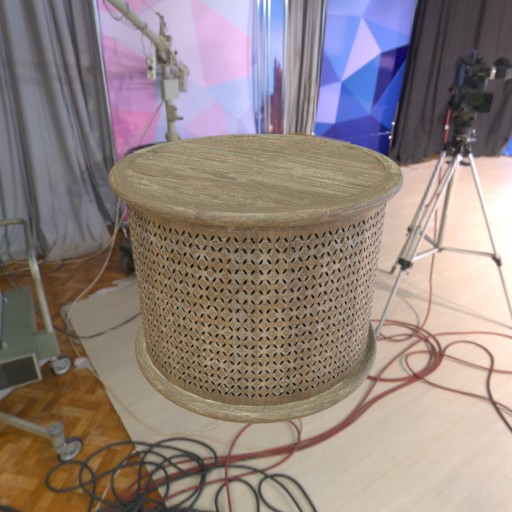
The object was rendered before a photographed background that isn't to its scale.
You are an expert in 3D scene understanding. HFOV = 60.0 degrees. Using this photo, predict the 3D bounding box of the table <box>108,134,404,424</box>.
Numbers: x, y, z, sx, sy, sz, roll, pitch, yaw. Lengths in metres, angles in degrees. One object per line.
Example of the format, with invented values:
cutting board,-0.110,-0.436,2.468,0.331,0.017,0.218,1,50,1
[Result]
table,0.000,0.000,1.047,0.607,0.450,0.607,0,27,0
